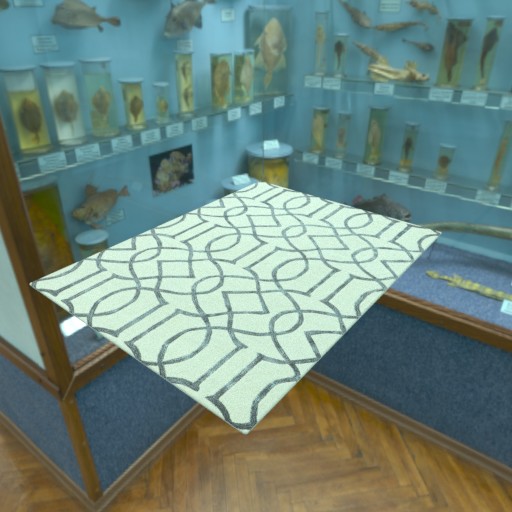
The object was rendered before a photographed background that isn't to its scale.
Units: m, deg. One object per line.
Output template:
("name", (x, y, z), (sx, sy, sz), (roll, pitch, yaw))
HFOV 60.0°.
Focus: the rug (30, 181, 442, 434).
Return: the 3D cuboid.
("rug", (0.000, 0.000, 3.840), (2.211, 0.021, 2.910), (22, 37, 33))
